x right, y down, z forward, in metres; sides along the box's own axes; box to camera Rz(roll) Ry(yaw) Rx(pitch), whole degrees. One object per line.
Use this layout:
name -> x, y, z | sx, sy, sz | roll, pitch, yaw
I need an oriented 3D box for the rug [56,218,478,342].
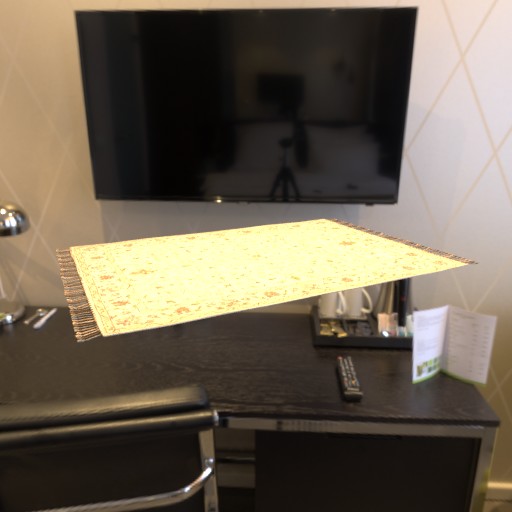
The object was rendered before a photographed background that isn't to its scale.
rug -> 0.000, 0.000, 2.301 | 1.861, 0.017, 1.218 | -8, 18, -25
